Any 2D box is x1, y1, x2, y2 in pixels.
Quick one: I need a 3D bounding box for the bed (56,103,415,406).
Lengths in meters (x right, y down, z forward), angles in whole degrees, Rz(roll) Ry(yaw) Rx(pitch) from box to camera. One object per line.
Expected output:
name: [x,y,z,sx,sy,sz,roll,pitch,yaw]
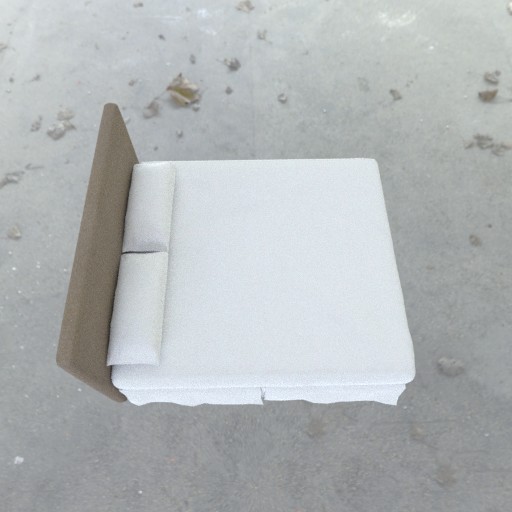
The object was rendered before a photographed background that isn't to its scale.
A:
bed: [0.000,0.000,3.522,2.341,1.317,2.119,-1,62,0]
